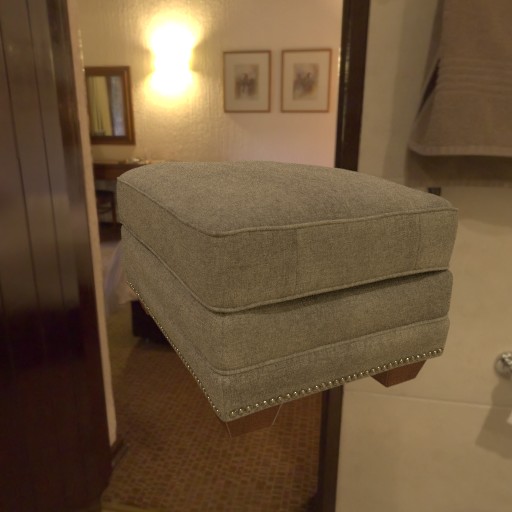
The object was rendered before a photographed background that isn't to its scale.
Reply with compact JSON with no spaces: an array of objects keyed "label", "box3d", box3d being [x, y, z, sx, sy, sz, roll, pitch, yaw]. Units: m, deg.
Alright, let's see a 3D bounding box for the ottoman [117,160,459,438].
[{"label":"ottoman","box3d":[0.000,0.000,1.135,0.561,0.457,0.813,-8,18,-26]}]
